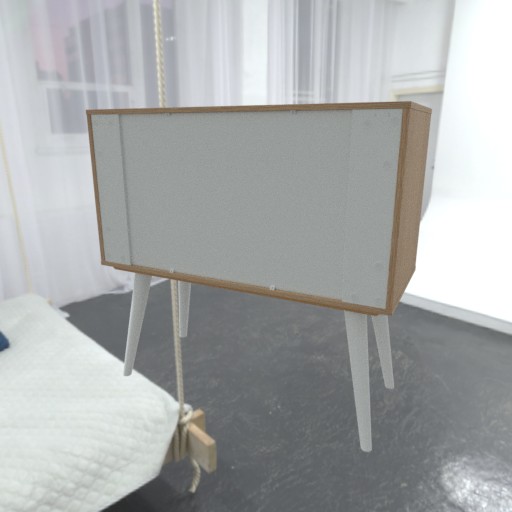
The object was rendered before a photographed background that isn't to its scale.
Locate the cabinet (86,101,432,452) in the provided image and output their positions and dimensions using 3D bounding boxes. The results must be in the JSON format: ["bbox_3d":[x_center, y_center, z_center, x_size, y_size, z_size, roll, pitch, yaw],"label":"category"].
[{"bbox_3d":[0.000,0.000,1.616,1.057,1.016,0.470,8,18,26],"label":"cabinet"}]
